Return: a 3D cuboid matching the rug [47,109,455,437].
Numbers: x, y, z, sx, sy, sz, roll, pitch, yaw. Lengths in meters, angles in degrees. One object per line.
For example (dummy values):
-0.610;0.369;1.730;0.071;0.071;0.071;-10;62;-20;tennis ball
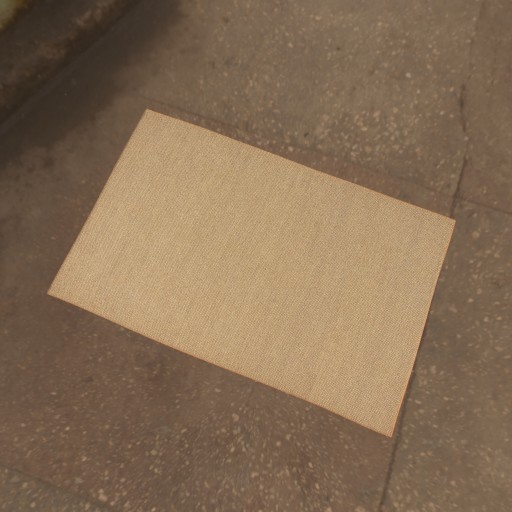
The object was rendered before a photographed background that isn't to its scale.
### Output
0.000;0.000;2.114;1.678;0.013;1.078;21;75;6;rug
